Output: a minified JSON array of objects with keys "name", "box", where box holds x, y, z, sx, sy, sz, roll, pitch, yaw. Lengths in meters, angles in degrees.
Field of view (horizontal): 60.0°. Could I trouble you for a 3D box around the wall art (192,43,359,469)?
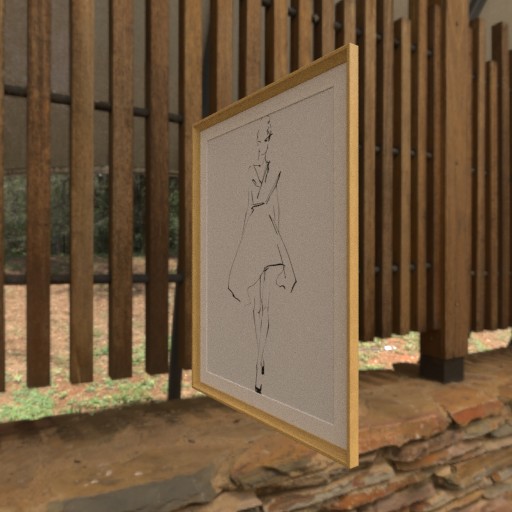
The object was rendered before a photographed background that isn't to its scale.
[{"name":"wall art","box":[0.000,0.000,1.374,0.030,1.002,0.798,0,0,-36]}]
